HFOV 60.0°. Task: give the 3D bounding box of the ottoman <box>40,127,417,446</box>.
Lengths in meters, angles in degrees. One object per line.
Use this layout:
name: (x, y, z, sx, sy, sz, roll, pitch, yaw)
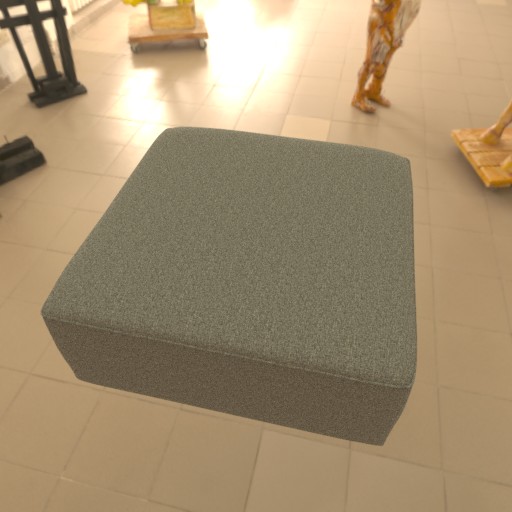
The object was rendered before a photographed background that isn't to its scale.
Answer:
ottoman: (0.000, 0.000, 1.576, 1.015, 0.464, 1.005, 9, 47, 9)
